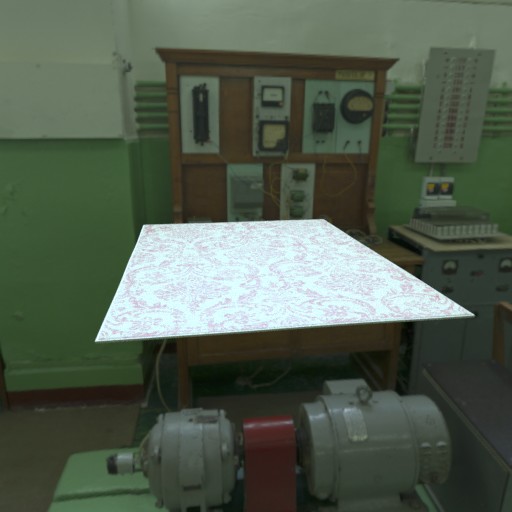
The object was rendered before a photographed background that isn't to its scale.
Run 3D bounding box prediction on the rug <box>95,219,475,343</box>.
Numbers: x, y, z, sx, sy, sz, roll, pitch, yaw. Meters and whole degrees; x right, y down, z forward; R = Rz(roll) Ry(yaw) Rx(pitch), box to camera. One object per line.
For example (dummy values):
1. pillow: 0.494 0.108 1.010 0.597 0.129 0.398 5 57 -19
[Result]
1. rug: 0.000 0.000 2.861 1.598 0.014 2.202 -2 16 -9
